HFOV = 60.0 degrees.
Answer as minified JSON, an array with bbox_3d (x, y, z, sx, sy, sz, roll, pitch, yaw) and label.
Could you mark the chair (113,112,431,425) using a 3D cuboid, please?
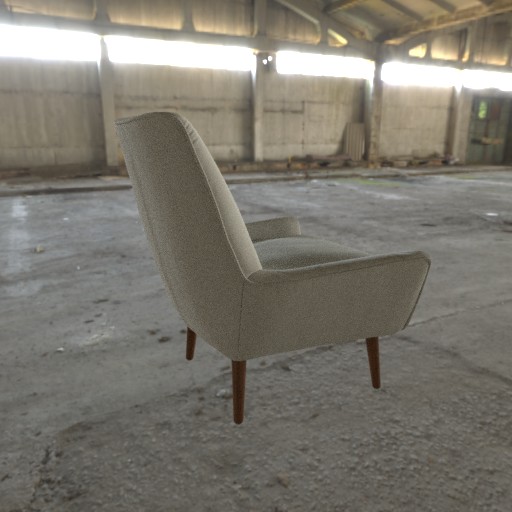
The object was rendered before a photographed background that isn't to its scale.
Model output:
[{"bbox_3d":[0.000,0.000,1.479,0.822,0.888,0.787,-8,17,-26],"label":"chair"}]
